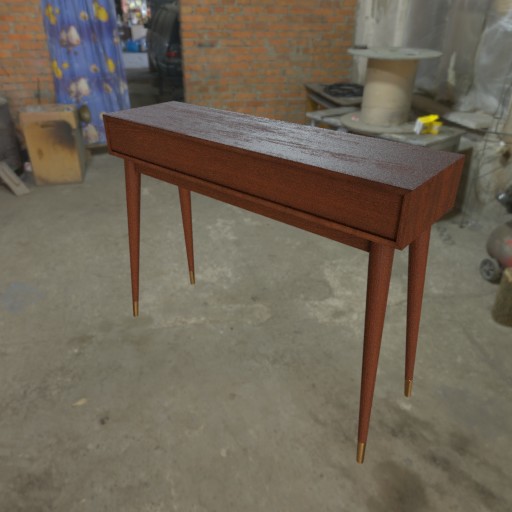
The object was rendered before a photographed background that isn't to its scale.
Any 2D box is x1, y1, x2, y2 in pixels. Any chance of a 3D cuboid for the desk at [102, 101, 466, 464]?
[{"bbox_3d":[0.000,0.000,1.645,1.204,0.917,0.384,23,37,34],"label":"desk"}]
